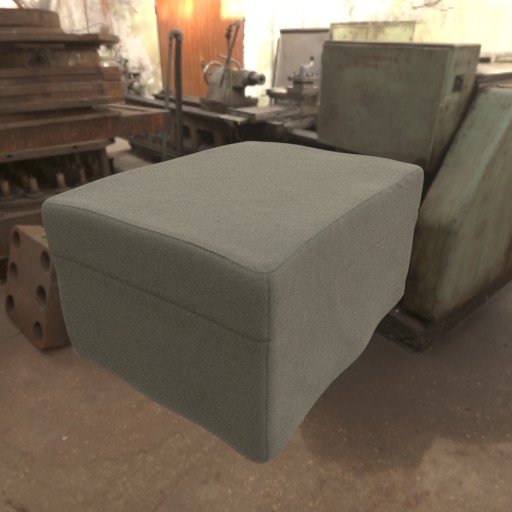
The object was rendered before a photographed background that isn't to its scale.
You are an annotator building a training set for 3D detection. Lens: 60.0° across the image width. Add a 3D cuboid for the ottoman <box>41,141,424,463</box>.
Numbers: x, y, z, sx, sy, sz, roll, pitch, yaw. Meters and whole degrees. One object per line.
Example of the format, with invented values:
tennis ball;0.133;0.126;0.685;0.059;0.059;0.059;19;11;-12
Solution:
ottoman;0.000;0.000;1.232;0.648;0.461;0.833;17;31;31
